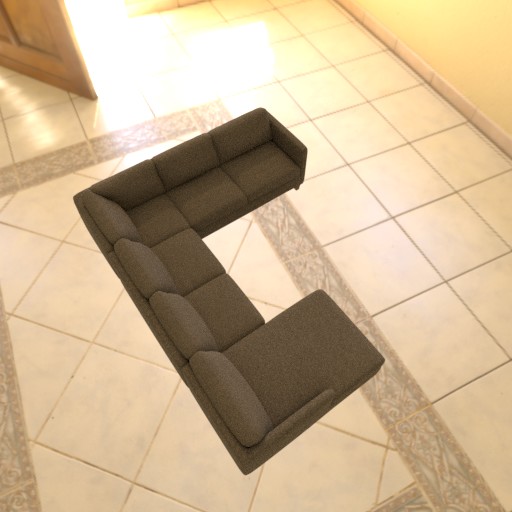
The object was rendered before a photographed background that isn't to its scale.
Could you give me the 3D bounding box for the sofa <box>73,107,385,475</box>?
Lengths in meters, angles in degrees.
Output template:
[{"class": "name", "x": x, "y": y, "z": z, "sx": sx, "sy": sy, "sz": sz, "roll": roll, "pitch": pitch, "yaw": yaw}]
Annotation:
[{"class": "sofa", "x": 0.000, "y": 0.000, "z": 4.592, "sx": 2.551, "sy": 0.853, "sz": 3.238, "roll": -31, "pitch": 62, "yaw": -19}]
